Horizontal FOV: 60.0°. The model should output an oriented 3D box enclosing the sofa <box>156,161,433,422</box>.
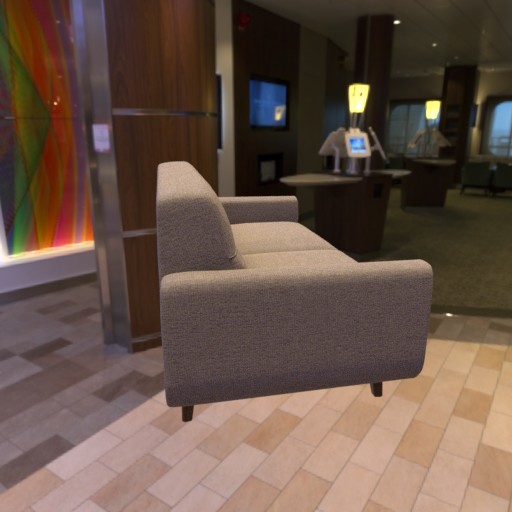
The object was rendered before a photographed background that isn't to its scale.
[{"bbox_3d":[0.000,0.000,2.159,0.909,0.841,1.631,-3,16,-11],"label":"sofa"}]
